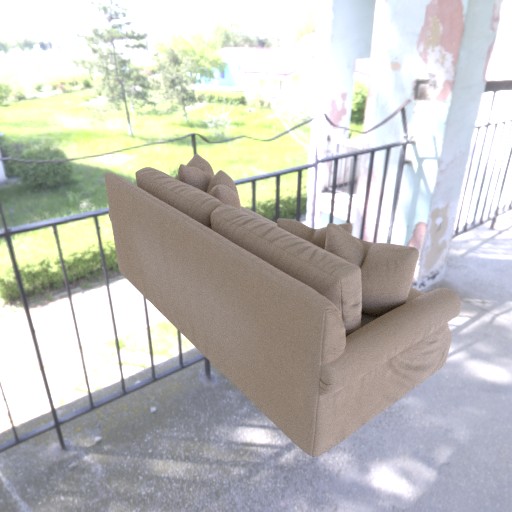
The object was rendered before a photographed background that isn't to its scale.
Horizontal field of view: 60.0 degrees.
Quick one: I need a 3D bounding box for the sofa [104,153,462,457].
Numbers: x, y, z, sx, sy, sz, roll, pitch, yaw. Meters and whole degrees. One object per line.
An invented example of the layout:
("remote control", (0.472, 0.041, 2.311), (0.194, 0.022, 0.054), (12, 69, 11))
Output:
("sofa", (0.000, 0.000, 2.773), (1.067, 0.904, 2.285), (-19, 32, -33))
